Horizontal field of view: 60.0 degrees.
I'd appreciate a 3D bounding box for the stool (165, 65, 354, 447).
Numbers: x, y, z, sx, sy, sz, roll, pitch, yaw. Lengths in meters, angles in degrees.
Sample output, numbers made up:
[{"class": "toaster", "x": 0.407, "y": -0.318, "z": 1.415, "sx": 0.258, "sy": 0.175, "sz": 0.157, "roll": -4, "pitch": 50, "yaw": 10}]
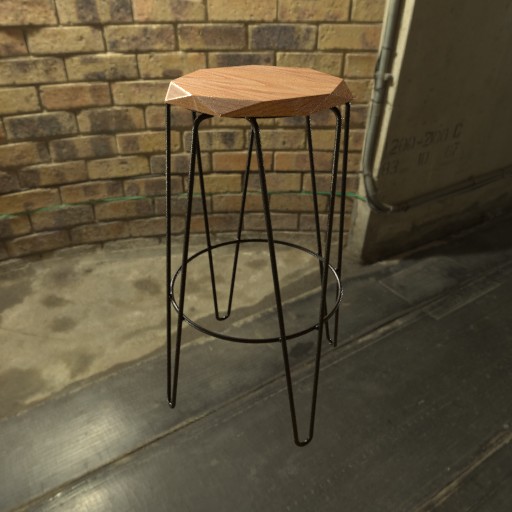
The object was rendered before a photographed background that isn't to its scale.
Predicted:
[{"class": "stool", "x": 0.000, "y": 0.000, "z": 0.812, "sx": 0.326, "sy": 0.610, "sz": 0.326, "roll": 11, "pitch": 34, "yaw": 16}]
